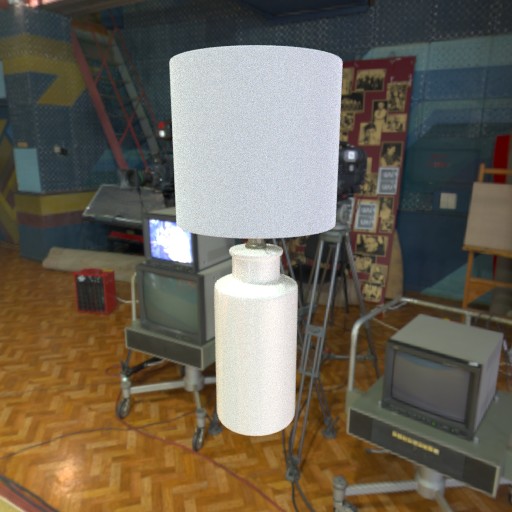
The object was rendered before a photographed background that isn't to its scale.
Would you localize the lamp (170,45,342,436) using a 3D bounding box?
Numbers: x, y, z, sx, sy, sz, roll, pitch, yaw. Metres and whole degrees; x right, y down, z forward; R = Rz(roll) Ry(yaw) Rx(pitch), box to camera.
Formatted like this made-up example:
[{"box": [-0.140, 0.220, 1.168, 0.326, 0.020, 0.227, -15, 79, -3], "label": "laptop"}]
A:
[{"box": [0.000, 0.000, 0.611, 0.212, 0.493, 0.212, -2, 14, -8], "label": "lamp"}]
